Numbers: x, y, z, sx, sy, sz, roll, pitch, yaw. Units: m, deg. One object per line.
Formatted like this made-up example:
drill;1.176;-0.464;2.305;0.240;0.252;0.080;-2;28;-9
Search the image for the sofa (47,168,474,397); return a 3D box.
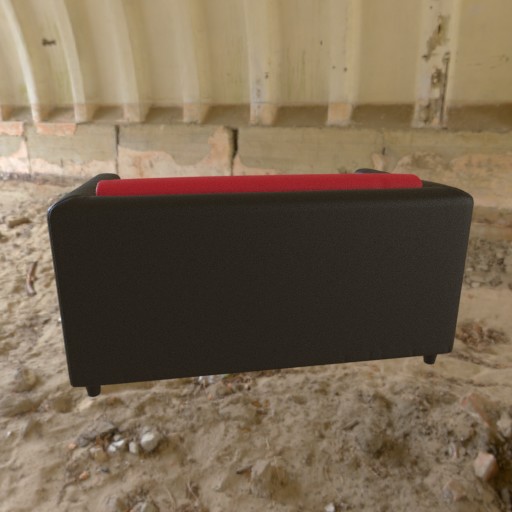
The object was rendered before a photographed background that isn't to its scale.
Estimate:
sofa;0.000;0.000;1.898;1.410;0.735;0.845;-3;17;-9
